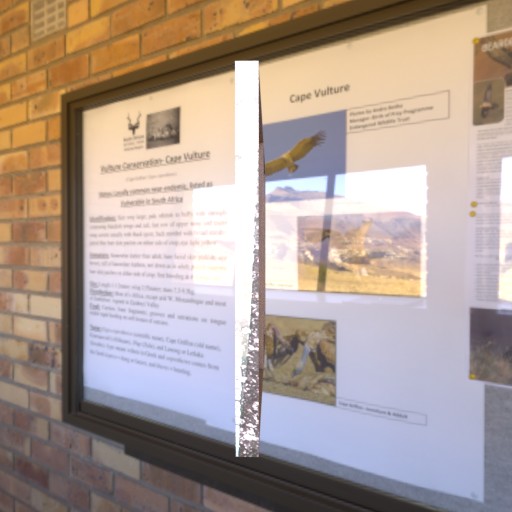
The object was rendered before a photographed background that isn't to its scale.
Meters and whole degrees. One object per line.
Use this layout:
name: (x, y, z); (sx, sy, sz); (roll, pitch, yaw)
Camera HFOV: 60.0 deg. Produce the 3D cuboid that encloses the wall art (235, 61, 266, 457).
wall art: (0.000, 0.000, 1.129); (0.038, 0.598, 0.919); (0, 1, 2)
